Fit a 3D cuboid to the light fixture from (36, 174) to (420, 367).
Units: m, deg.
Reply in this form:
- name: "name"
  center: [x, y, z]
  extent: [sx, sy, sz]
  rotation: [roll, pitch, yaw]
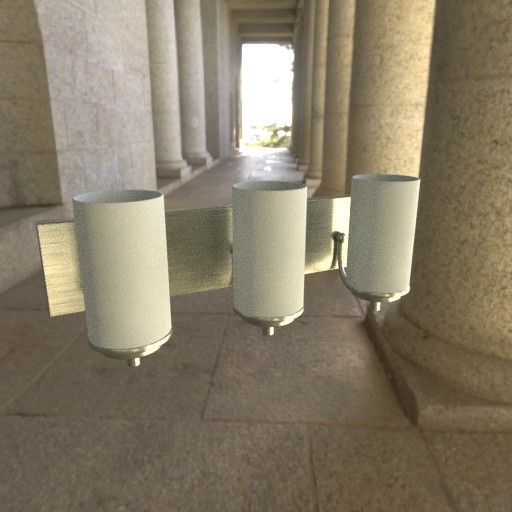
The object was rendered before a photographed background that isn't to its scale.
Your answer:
- name: "light fixture"
  center: [0.000, 0.000, 0.519]
  extent: [0.451, 0.172, 0.145]
  rotation: [-8, 18, -25]
